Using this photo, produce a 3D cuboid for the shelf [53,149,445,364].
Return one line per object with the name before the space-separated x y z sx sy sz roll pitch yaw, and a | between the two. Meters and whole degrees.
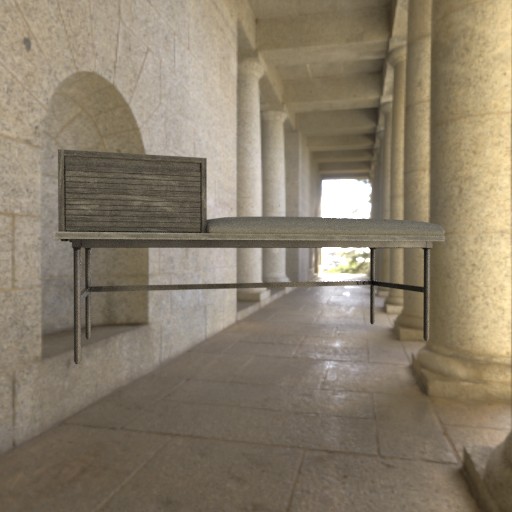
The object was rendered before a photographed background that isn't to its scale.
shelf | 0.000 0.000 1.673 1.342 0.633 0.457 0 1 -16
